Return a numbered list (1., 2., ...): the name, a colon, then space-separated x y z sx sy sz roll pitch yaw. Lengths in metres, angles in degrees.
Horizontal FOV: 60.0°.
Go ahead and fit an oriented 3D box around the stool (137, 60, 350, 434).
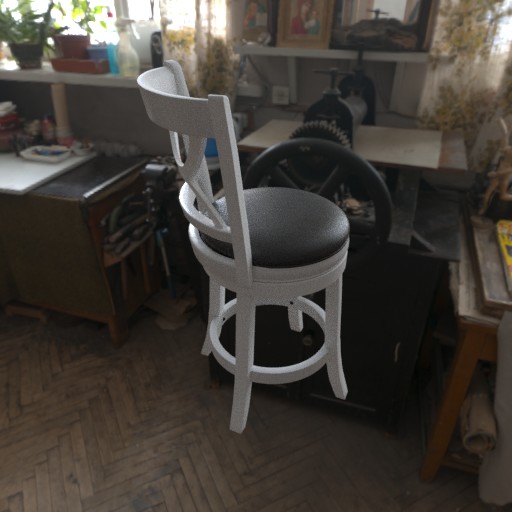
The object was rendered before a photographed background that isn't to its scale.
1. stool: 0.000 0.000 1.218 0.508 0.953 0.444 -11 33 -18
